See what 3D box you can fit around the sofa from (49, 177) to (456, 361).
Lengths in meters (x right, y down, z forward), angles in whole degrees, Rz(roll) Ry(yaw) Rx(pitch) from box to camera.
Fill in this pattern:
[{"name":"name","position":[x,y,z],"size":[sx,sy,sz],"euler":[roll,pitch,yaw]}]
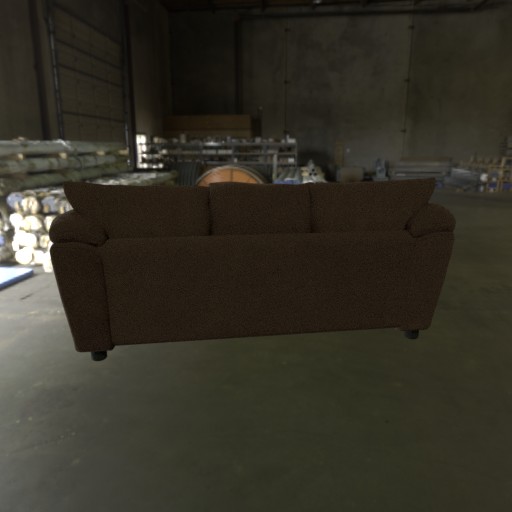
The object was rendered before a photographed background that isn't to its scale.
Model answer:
[{"name":"sofa","position":[0.000,0.000,2.855],"size":[2.336,1.015,0.878],"euler":[-2,14,-8]}]
